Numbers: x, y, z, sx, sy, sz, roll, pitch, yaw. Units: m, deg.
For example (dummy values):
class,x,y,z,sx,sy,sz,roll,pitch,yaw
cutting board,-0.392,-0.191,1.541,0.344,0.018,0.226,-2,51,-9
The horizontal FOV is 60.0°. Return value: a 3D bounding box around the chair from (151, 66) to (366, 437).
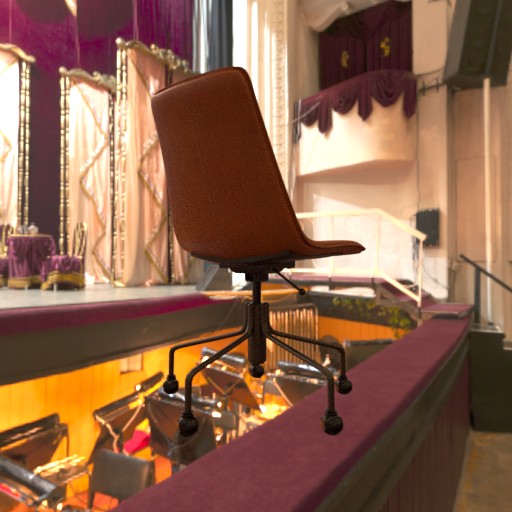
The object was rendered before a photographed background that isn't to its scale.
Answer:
class,x,y,z,sx,sy,sz,roll,pitch,yaw
chair,0.000,0.000,1.377,0.651,0.920,0.660,0,-1,36
